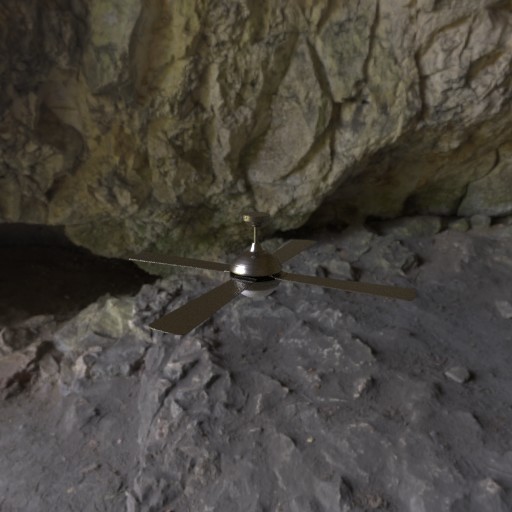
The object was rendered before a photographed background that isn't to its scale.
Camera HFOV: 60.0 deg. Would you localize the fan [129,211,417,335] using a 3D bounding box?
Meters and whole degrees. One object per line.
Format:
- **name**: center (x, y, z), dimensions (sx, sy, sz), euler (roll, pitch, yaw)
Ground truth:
- **fan**: center (0.000, 0.000, 1.992), dimensions (1.321, 0.381, 1.321), euler (-14, 21, -42)
